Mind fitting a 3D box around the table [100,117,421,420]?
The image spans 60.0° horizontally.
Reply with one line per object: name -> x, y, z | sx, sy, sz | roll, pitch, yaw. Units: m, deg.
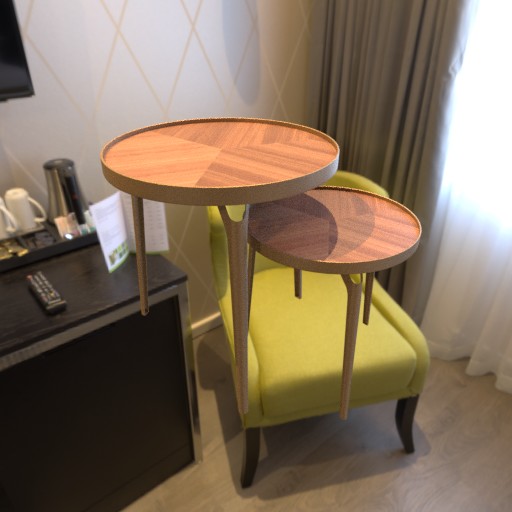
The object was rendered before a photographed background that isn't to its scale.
table -> 0.000, 0.000, 1.126 | 0.751, 0.555, 0.532 | 10, 32, 17
